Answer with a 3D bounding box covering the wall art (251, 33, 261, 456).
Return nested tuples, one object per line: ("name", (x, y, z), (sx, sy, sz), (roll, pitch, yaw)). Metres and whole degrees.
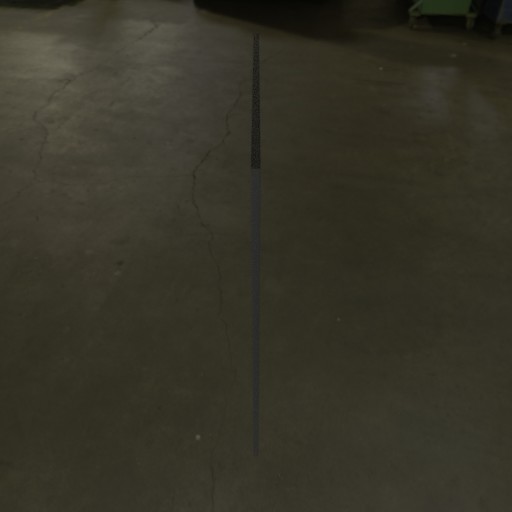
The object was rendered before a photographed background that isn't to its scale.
("wall art", (0.000, 0.000, 0.680), (0.008, 0.530, 0.379), (0, 42, 0))
